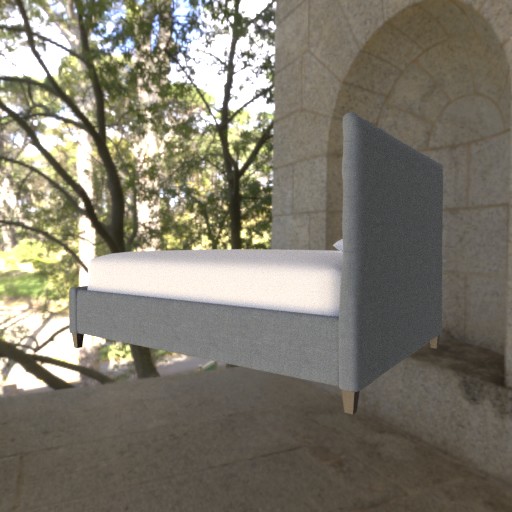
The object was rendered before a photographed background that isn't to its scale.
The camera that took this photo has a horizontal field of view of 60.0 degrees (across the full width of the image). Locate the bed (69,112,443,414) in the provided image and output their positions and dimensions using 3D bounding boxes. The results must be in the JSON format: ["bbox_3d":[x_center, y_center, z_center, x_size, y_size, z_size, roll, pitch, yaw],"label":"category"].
[{"bbox_3d":[0.000,0.000,3.387,2.335,1.411,1.698,1,2,35],"label":"bed"}]
